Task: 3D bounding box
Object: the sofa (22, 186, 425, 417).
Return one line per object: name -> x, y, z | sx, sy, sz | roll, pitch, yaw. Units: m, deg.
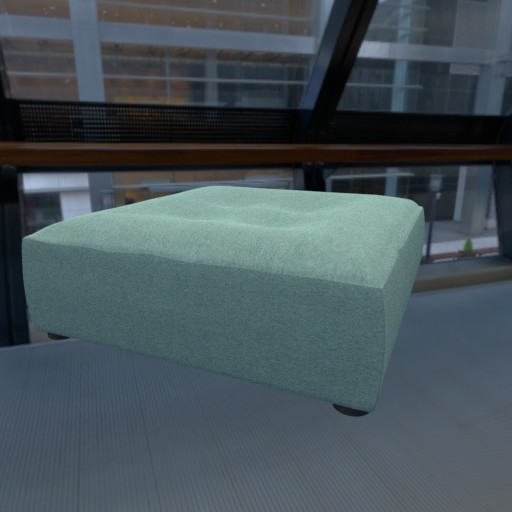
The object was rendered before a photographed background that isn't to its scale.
sofa -> 0.000, 0.000, 1.395 | 0.930, 0.330, 0.930 | 7, 18, 23
